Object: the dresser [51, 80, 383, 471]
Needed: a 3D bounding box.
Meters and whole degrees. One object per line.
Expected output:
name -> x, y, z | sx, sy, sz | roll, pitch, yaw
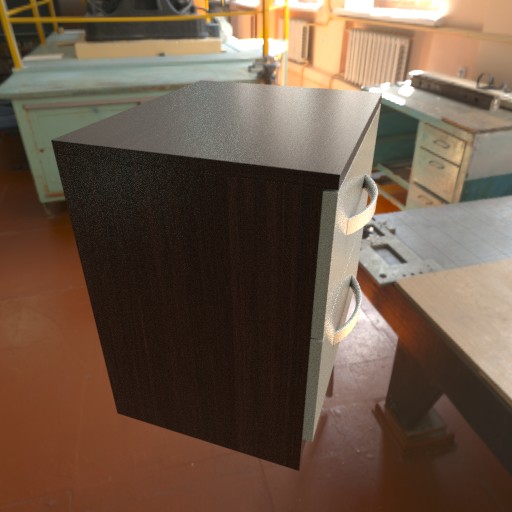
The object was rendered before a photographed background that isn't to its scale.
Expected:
dresser -> 0.000, 0.000, 0.743 | 0.360, 0.470, 0.400 | 10, 33, 16
